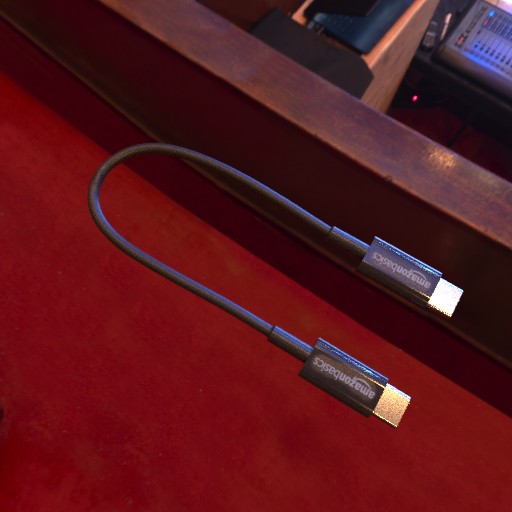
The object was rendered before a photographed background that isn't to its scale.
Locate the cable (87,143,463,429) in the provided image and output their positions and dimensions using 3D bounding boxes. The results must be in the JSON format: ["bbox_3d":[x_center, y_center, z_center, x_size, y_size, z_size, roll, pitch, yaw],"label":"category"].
[{"bbox_3d":[0.000,0.000,0.114,0.098,0.005,0.041,30,77,8],"label":"cable"}]
